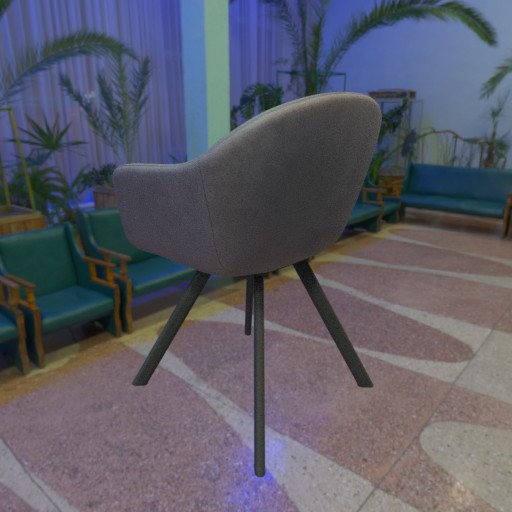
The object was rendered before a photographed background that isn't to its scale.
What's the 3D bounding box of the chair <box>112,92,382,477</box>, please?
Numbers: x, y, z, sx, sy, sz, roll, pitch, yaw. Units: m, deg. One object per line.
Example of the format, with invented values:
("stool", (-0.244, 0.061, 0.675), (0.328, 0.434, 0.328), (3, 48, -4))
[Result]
("chair", (0.000, 0.000, 1.152), (0.544, 0.781, 0.567), (16, 23, 41))
